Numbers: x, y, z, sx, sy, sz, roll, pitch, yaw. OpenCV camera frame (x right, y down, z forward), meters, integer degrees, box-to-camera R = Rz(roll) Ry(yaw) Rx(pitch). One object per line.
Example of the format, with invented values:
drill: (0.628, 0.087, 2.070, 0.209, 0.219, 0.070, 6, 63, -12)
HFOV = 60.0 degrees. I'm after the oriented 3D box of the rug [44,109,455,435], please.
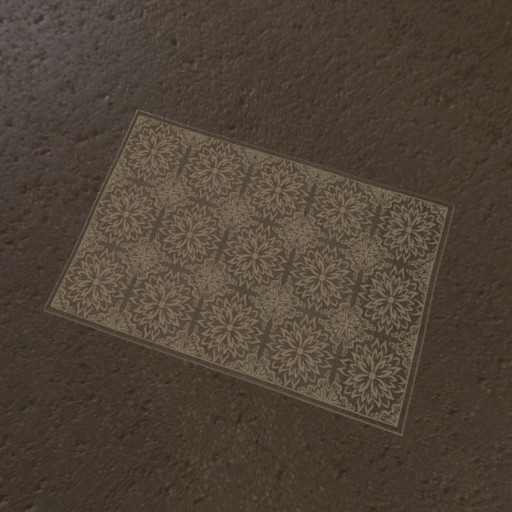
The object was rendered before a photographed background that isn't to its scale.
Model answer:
rug: (0.000, 0.000, 3.428, 2.746, 0.018, 1.819, 18, 75, 5)
